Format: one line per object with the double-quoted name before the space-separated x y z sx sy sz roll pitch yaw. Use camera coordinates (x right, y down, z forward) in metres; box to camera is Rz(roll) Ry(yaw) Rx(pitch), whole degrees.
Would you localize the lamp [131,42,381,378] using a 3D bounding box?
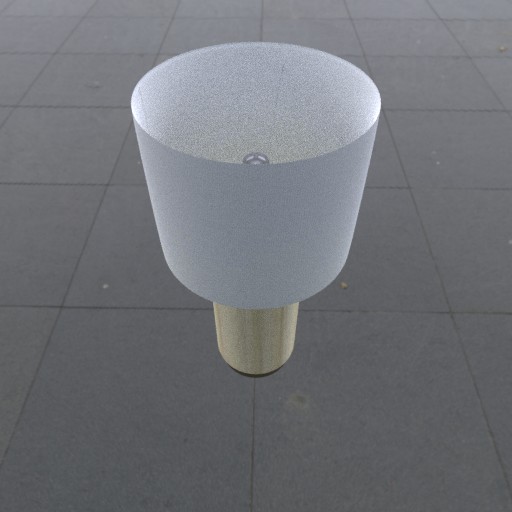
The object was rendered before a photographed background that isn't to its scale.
"lamp" 0.000 0.000 0.570 0.228 0.444 0.228 12 48 11
